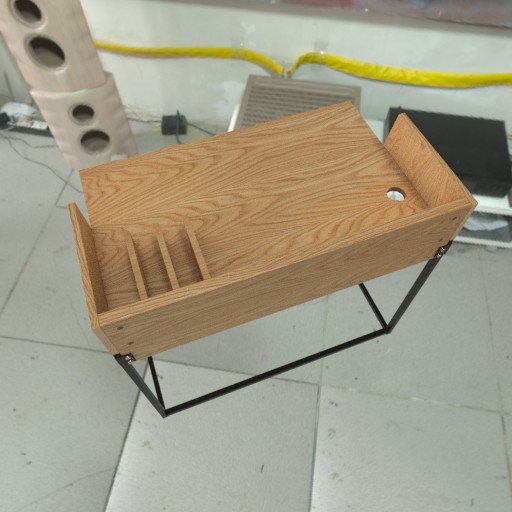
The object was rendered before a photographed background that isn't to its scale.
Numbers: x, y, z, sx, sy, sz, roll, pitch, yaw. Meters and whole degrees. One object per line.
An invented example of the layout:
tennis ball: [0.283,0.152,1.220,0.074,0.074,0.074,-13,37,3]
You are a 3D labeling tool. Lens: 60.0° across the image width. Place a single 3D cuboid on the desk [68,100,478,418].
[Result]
desk: [0.000,0.000,1.893,1.191,1.061,0.769,-18,59,-11]
